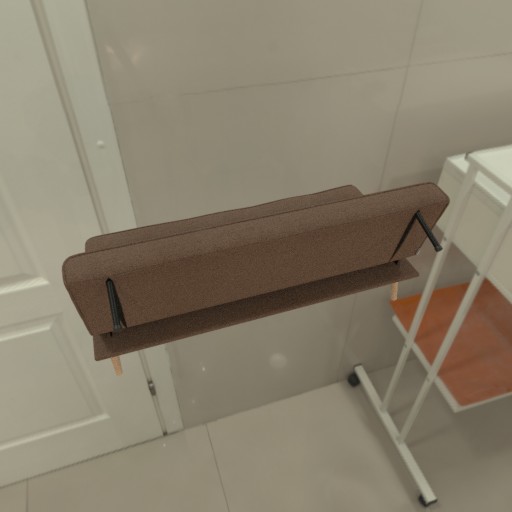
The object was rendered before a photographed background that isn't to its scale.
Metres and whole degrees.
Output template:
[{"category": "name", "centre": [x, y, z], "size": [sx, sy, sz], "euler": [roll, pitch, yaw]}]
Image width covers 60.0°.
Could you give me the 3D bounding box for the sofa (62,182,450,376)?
[{"category": "sofa", "centre": [0.000, 0.000, 2.413], "size": [1.820, 0.810, 1.038], "euler": [-13, 44, -14]}]
